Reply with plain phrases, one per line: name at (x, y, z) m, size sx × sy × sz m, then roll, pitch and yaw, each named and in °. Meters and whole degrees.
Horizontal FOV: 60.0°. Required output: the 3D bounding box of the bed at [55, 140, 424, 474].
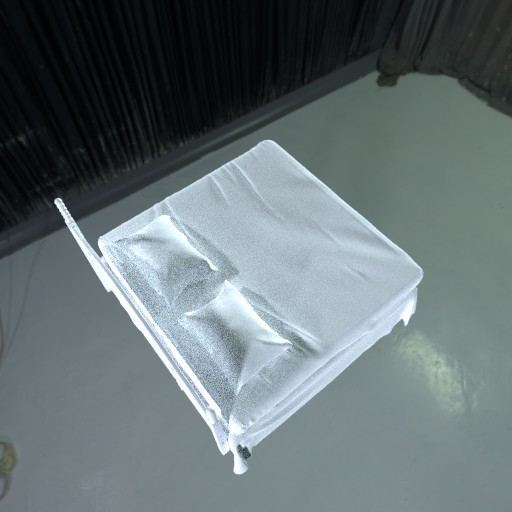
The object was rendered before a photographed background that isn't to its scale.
bed at (0.000, 0.000, 3.697) m, size 2.219 × 1.355 × 2.322 m, roll -34°, pitch 64°, yaw -19°
